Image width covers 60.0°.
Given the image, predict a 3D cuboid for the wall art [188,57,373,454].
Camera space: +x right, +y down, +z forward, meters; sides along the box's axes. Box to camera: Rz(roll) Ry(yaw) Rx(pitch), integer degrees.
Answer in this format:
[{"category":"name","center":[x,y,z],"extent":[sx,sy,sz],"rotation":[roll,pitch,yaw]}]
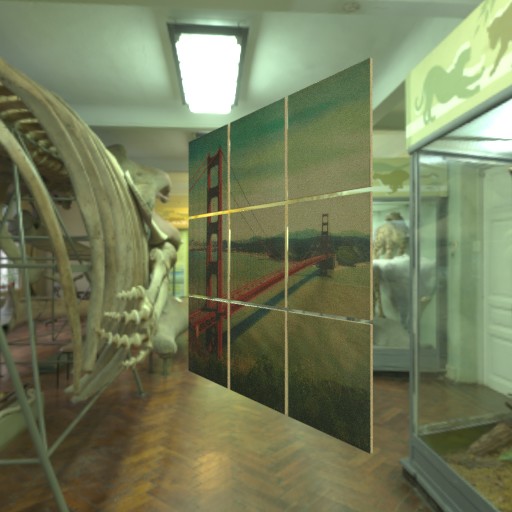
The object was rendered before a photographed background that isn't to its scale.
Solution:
[{"category":"wall art","center":[0.000,0.000,2.306],"extent":[0.014,1.507,1.519],"rotation":[0,0,-35]}]
